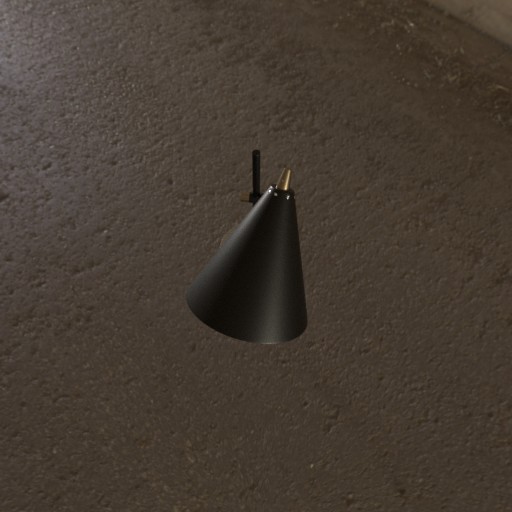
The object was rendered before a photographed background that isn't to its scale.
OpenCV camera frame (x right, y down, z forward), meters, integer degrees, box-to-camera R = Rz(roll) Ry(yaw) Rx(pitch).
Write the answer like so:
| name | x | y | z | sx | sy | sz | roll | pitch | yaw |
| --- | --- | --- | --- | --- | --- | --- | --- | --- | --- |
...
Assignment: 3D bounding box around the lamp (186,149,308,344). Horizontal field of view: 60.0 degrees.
| name | x | y | z | sx | sy | sz | roll | pitch | yaw |
| --- | --- | --- | --- | --- | --- | --- | --- | --- | --- |
| lamp | 0.000 | 0.000 | 0.720 | 0.214 | 0.518 | 0.403 | 14 | 59 | 9 |
